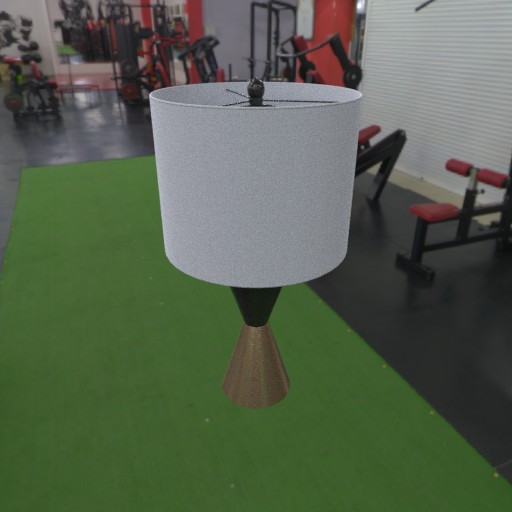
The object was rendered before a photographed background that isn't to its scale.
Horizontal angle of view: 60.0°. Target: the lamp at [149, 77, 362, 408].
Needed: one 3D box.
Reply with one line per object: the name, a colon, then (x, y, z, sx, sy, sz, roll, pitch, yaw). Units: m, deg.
lamp: (0.000, 0.000, 0.765, 0.304, 0.573, 0.304, -9, 28, -18)
